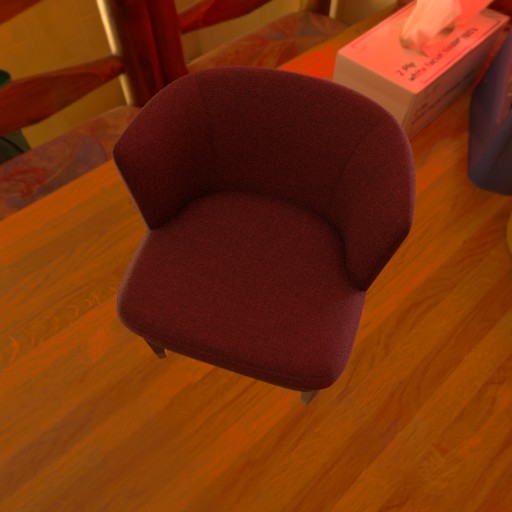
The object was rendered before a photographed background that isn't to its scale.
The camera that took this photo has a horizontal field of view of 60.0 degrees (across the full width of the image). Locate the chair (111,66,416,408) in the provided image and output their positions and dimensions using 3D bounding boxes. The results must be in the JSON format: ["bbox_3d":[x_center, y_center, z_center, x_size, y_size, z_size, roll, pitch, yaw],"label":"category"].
[{"bbox_3d":[0.000,0.000,1.266,0.700,0.760,0.660,16,59,10],"label":"chair"}]
